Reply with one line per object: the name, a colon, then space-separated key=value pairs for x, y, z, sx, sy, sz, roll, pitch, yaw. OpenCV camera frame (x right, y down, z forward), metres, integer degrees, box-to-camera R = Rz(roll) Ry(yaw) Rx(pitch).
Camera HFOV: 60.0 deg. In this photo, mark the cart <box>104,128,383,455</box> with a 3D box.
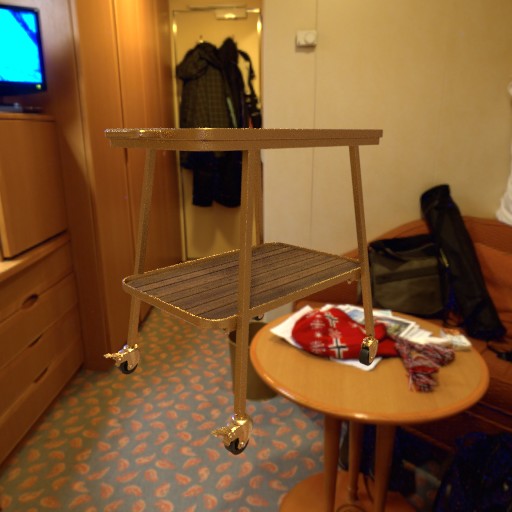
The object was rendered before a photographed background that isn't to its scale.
cart: x=0.000 y=0.000 z=1.275 sx=0.524 sy=0.700 sz=0.806 roll=15 pitch=22 yaw=43
